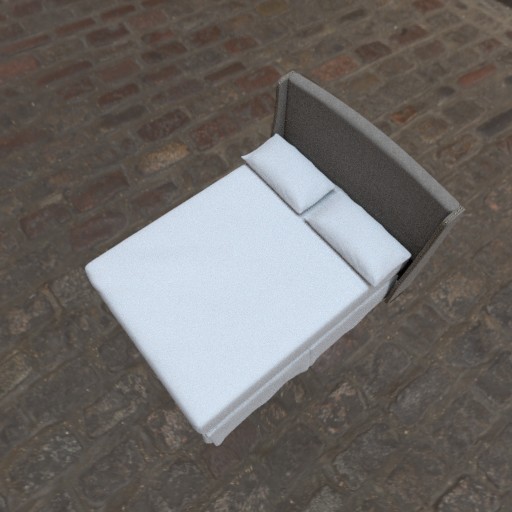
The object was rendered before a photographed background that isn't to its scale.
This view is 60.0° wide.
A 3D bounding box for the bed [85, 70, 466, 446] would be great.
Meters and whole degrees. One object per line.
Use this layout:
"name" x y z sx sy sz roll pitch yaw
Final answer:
"bed" 0.000 0.000 3.444 2.237 1.407 1.710 -36 68 -17
